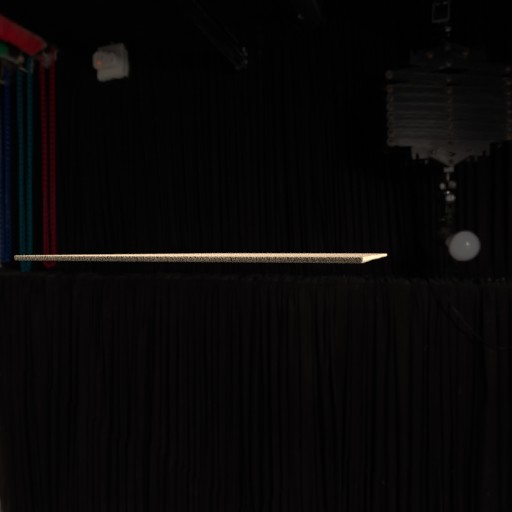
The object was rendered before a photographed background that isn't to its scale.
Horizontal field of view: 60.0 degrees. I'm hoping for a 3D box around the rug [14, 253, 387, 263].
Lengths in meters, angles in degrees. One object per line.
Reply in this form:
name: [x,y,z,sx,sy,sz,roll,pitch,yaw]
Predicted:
rug: [0.000,0.000,3.338,1.800,0.025,2.699,0,1,18]
